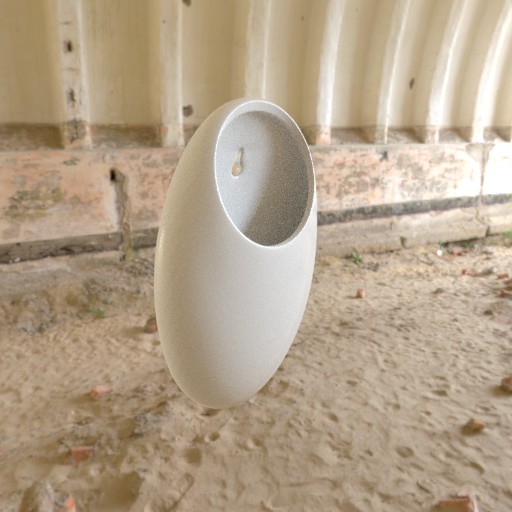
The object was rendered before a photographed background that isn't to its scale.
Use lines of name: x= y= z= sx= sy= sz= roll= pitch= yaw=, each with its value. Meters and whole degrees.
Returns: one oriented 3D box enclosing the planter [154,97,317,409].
planter: x=0.000 y=0.000 z=0.278 sx=0.043 sy=0.188 sz=0.185 roll=8 pitch=17 yaw=27
